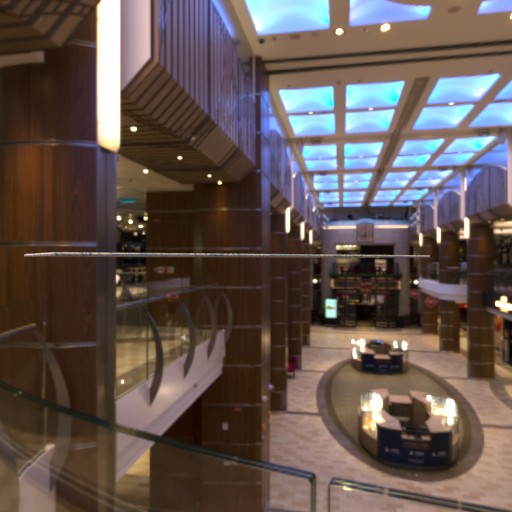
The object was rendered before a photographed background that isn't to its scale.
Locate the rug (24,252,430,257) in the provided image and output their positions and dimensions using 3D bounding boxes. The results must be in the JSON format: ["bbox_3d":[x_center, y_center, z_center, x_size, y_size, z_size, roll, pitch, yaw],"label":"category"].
[{"bbox_3d":[0.000,0.000,2.727,2.452,0.012,0.775,0,-1,-35],"label":"rug"}]
